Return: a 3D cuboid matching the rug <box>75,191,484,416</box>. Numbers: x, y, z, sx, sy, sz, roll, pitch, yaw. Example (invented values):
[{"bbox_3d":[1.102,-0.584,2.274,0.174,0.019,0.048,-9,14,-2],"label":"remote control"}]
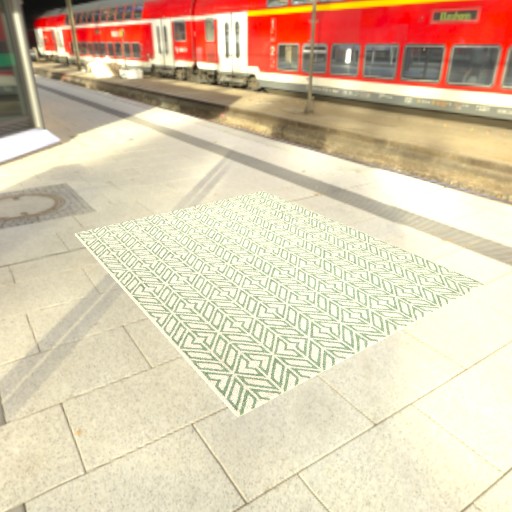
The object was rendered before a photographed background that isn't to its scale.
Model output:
[{"bbox_3d":[0.000,0.000,4.115,2.441,0.017,3.050,-18,31,-32],"label":"rug"}]
